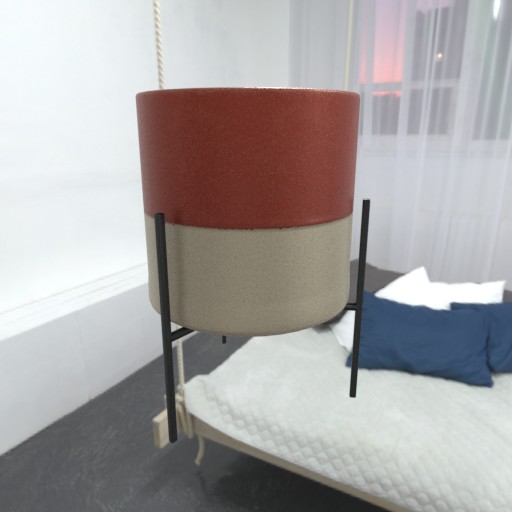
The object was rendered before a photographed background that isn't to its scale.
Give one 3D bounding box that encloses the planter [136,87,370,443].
[{"bbox_3d":[0.000,0.000,0.519,0.251,0.354,0.235,3,17,9],"label":"planter"}]
